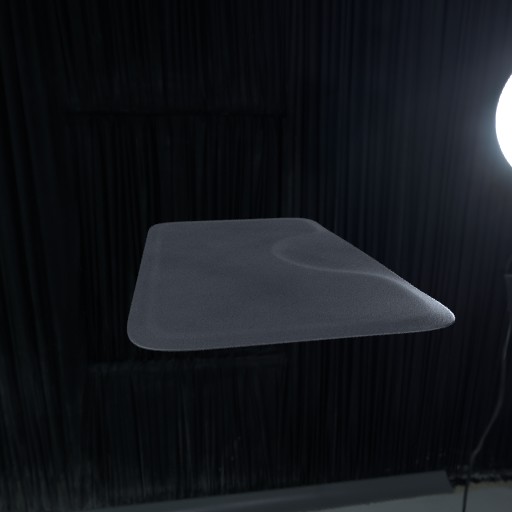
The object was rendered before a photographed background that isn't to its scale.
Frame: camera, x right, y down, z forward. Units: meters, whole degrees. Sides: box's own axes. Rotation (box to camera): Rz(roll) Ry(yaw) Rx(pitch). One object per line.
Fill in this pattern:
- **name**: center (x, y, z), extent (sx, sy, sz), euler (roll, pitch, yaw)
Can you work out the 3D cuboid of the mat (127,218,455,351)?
- **mat**: center (0.000, 0.000, 1.824), extent (0.918, 0.013, 1.524), euler (-3, 16, -10)
